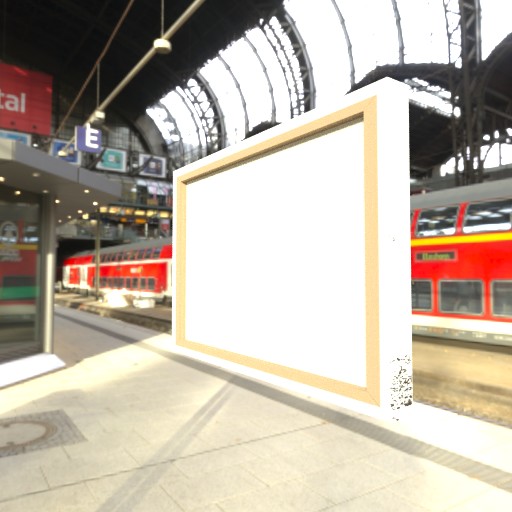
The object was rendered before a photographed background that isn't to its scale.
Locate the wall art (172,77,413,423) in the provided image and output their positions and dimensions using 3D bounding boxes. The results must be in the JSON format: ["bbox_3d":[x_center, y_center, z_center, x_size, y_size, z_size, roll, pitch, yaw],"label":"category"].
[{"bbox_3d":[0.000,0.000,0.789,0.042,0.414,0.608,2,-3,-35],"label":"wall art"}]
